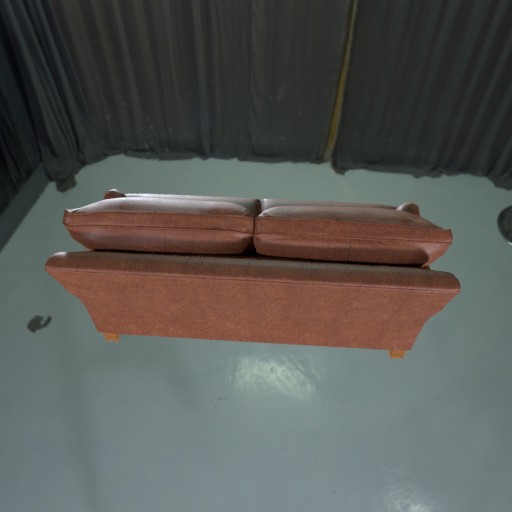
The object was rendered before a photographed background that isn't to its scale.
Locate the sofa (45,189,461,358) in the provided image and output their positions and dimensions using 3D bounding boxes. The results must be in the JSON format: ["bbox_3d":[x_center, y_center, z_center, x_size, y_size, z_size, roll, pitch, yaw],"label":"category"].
[{"bbox_3d":[0.000,0.000,2.845,2.144,1.071,1.147,3,48,3],"label":"sofa"}]
